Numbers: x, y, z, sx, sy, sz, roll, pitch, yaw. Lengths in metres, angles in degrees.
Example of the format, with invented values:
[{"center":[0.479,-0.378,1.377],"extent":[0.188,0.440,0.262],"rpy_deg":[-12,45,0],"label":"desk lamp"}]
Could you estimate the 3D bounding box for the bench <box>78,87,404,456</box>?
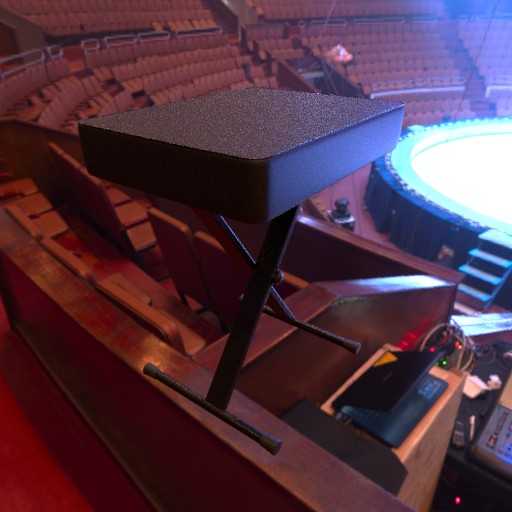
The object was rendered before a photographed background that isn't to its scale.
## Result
[{"center":[0.000,0.000,0.791],"extent":[0.321,0.500,0.424],"rpy_deg":[19,34,32],"label":"bench"}]
